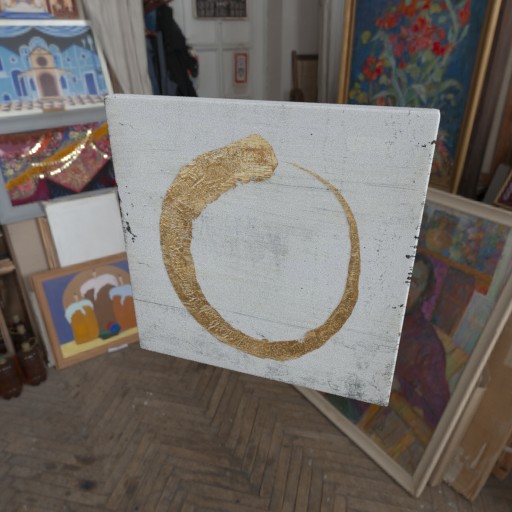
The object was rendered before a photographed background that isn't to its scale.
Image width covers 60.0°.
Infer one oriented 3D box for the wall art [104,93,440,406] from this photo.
[{"bbox_3d":[0.000,0.000,0.919,0.610,0.611,0.040,9,28,17],"label":"wall art"}]
